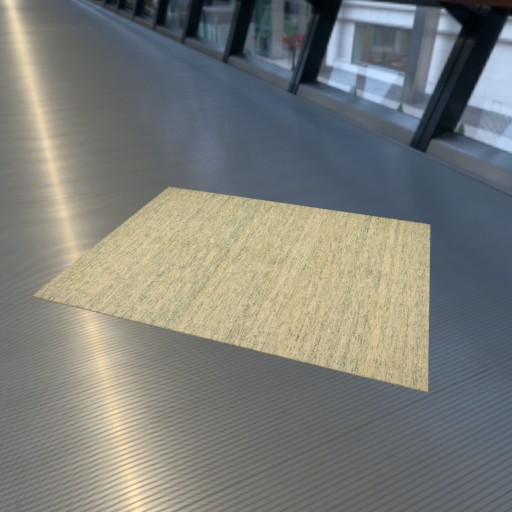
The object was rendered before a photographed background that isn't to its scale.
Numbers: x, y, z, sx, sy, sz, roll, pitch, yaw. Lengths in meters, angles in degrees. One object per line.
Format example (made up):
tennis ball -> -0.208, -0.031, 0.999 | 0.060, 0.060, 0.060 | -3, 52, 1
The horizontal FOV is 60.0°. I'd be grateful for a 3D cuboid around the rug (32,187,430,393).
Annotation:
rug -> 0.000, 0.000, 4.306 | 3.201, 0.014, 2.437 | 10, 34, 16
